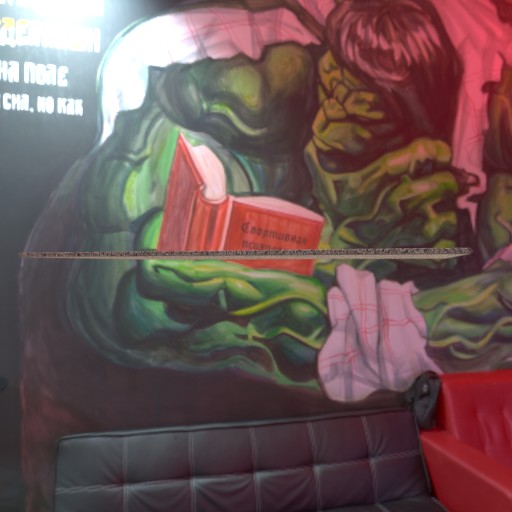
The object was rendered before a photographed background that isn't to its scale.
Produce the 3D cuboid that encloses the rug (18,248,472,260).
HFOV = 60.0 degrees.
[{"bbox_3d":[0.000,0.000,3.319,2.743,0.030,1.778,0,-1,20],"label":"rug"}]
